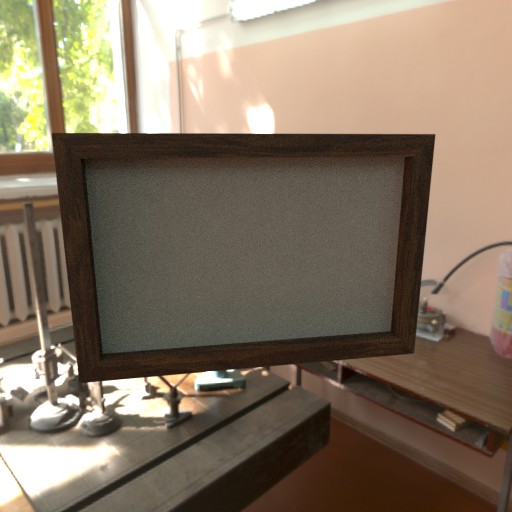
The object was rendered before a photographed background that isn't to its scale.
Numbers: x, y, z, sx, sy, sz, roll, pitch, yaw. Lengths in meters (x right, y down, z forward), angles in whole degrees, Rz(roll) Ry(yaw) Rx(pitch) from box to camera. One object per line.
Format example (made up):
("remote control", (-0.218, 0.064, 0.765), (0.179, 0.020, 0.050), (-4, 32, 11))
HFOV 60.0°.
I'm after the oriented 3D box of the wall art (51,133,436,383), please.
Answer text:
("wall art", (0.000, 0.000, 0.761), (0.609, 0.405, 0.035), (-3, 15, -10))
